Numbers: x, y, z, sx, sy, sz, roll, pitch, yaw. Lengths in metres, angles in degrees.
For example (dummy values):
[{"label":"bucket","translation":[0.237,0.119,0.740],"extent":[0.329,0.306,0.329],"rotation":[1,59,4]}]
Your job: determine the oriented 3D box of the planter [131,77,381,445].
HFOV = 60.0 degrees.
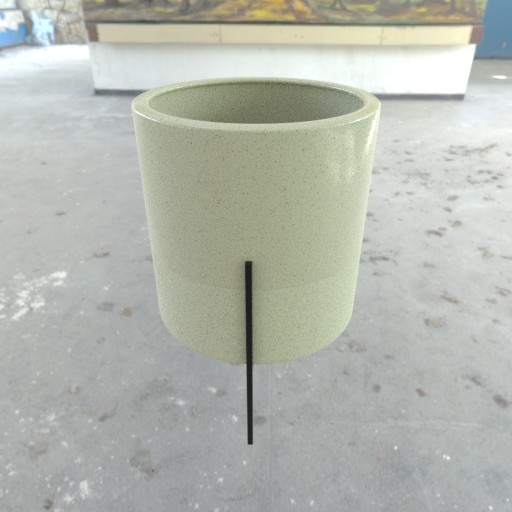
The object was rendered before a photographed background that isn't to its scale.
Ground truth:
[{"label":"planter","translation":[0.000,0.000,0.689],"extent":[0.314,0.475,0.323],"rotation":[2,31,3]}]
